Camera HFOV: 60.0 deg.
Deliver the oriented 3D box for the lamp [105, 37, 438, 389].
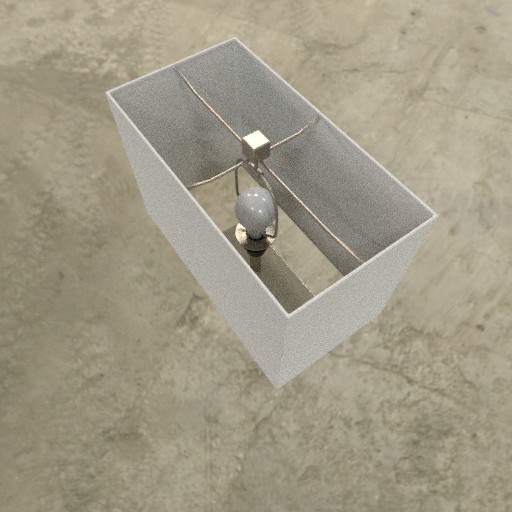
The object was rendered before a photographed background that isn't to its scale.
[{"bbox_3d":[0.000,0.000,0.722,0.200,0.515,0.380,-32,64,-17],"label":"lamp"}]
